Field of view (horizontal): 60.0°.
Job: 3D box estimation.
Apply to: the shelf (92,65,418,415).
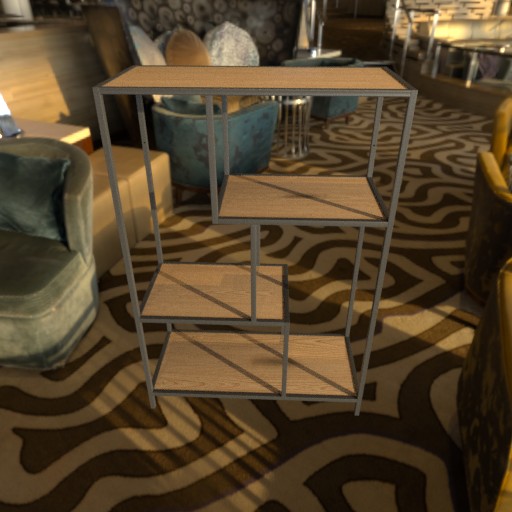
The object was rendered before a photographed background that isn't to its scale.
[{"bbox_3d":[0.000,0.000,1.492,0.770,1.138,0.350,1,31,2],"label":"shelf"}]
